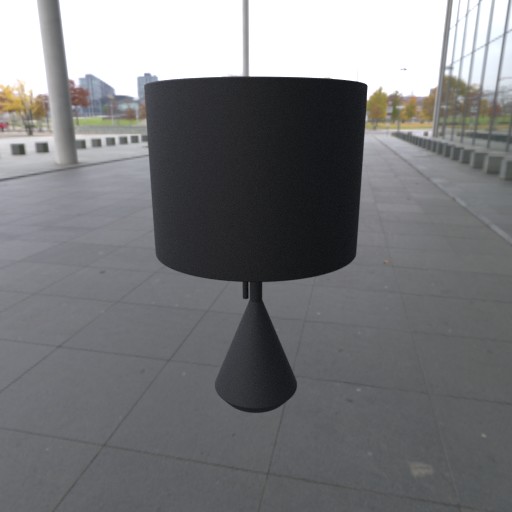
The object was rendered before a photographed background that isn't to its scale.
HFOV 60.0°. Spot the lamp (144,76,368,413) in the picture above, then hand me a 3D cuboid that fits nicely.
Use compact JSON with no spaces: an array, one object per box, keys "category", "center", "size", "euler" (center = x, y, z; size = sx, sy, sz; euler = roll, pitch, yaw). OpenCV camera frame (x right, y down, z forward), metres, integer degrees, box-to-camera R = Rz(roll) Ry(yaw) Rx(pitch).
[{"category":"lamp","center":[0.000,0.000,0.816],"size":[0.359,0.584,0.359],"euler":[8,19,26]}]
